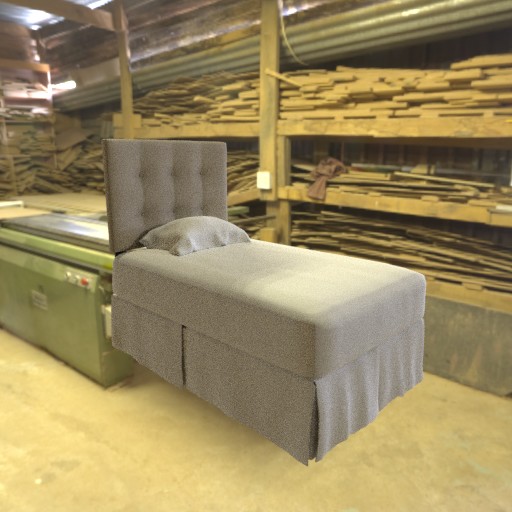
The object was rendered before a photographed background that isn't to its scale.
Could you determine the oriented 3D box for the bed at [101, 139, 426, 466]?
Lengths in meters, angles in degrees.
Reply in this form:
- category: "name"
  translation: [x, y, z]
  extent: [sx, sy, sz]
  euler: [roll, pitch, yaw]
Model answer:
- category: "bed"
  translation: [0.000, 0.000, 3.026]
  extent: [1.997, 1.571, 1.261]
  euler: [12, 18, 43]
